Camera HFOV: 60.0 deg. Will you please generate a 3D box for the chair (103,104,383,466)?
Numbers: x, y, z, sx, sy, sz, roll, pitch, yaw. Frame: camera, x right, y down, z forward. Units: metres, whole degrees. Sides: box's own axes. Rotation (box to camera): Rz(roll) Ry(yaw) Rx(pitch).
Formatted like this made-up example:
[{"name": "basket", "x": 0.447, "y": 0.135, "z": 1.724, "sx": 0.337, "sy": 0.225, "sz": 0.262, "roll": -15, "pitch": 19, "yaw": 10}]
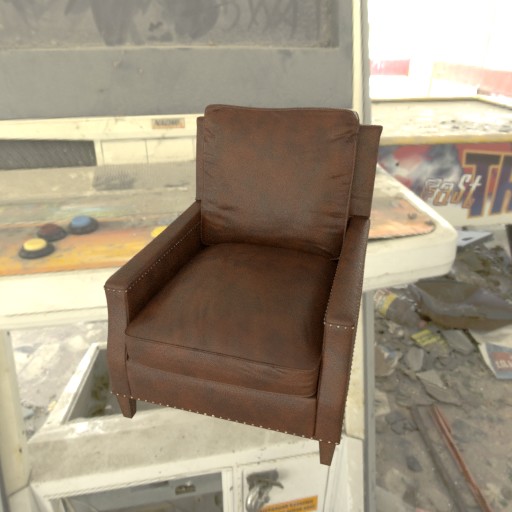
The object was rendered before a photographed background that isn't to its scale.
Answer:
[{"name": "chair", "x": 0.000, "y": 0.000, "z": 1.782, "sx": 0.854, "sy": 1.054, "sz": 1.035, "roll": 7, "pitch": 27, "yaw": 14}]
